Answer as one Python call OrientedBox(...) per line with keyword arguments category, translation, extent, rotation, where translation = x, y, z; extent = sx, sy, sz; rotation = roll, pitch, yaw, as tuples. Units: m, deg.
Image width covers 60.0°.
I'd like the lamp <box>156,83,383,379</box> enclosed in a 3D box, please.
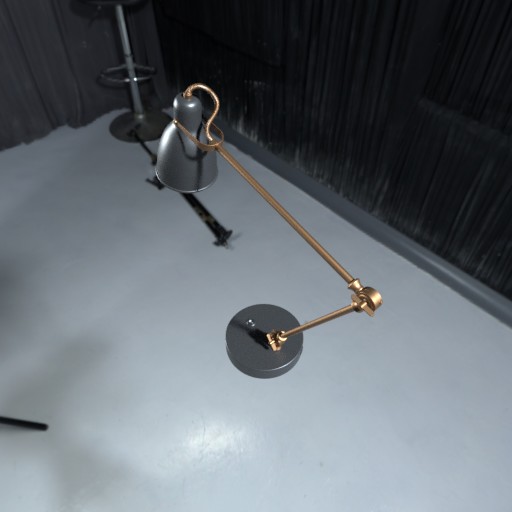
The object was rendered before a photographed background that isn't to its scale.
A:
OrientedBox(category="lamp", translation=(0.000, 0.000, 0.885), extent=(0.187, 0.587, 0.561), rotation=(-33, 55, -27))
